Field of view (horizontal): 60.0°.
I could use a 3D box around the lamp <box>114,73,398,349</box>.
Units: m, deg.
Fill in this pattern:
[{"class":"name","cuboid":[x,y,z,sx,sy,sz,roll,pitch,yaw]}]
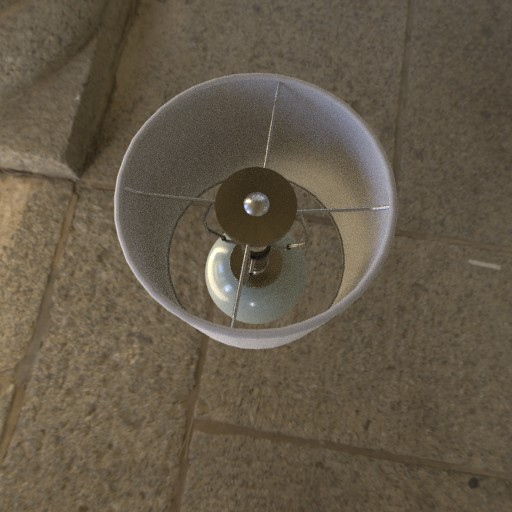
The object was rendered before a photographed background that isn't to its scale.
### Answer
[{"class":"lamp","cuboid":[0.000,0.000,0.483,0.201,0.353,0.201,-19,77,-5]}]
